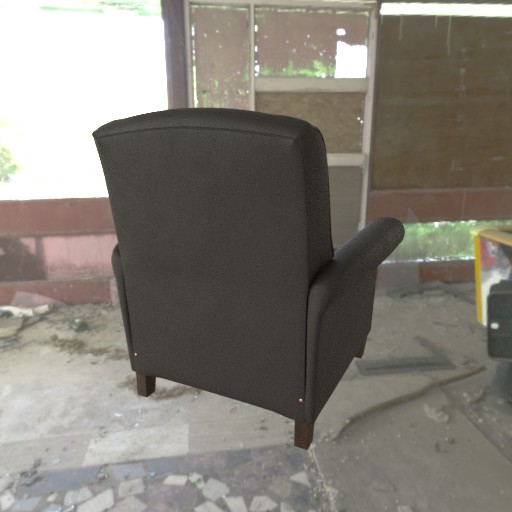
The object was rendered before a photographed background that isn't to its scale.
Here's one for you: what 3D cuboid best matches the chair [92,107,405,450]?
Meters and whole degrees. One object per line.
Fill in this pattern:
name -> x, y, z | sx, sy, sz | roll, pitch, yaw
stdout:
chair -> 0.000, 0.000, 1.740 | 0.978, 1.061, 0.902 | 7, 17, 26
